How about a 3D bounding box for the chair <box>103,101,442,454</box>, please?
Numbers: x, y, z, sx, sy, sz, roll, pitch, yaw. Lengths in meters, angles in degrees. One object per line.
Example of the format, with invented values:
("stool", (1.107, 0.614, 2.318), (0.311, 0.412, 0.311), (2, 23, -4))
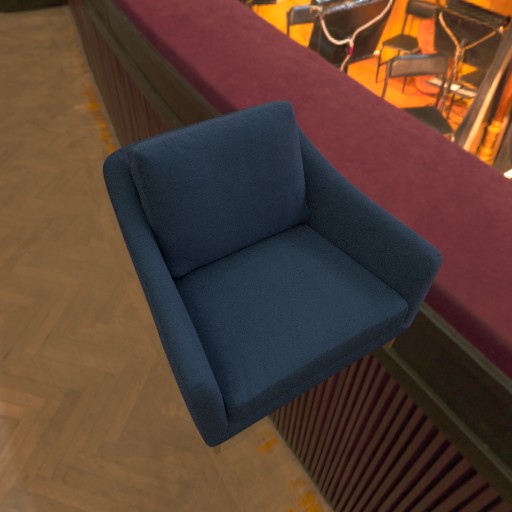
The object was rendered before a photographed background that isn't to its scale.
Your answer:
("chair", (0.000, 0.000, 1.735), (0.987, 0.899, 0.961), (-24, 51, -21))
